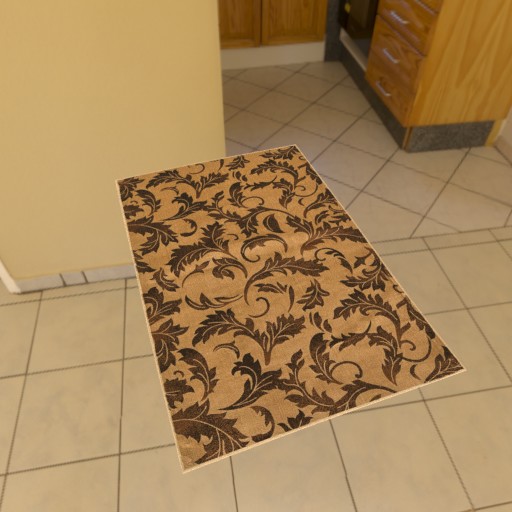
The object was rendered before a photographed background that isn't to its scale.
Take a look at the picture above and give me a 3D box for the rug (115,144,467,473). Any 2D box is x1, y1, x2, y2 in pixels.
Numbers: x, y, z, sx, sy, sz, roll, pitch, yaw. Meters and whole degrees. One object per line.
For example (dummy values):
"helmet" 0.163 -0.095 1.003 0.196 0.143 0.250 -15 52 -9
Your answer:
"rug" 0.000 0.000 2.873 1.522 0.008 2.284 -14 48 -13
